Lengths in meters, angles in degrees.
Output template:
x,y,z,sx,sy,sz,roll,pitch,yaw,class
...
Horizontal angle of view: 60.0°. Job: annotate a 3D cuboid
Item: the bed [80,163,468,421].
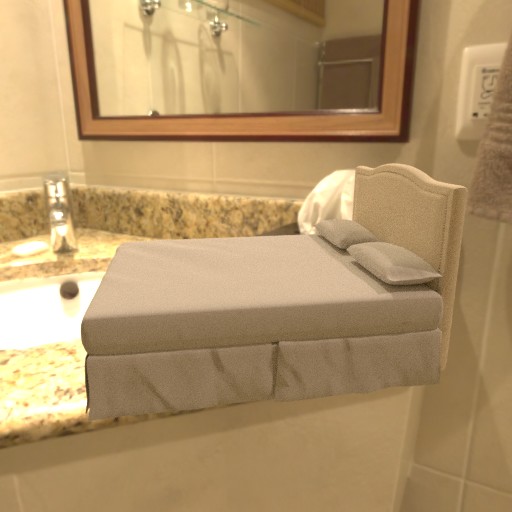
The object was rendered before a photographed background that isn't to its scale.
x,y,z,sx,sy,sz,roll,pitch,yaw,class
0.000,0.000,3.600,2.477,1.437,1.977,-3,16,-9,bed
